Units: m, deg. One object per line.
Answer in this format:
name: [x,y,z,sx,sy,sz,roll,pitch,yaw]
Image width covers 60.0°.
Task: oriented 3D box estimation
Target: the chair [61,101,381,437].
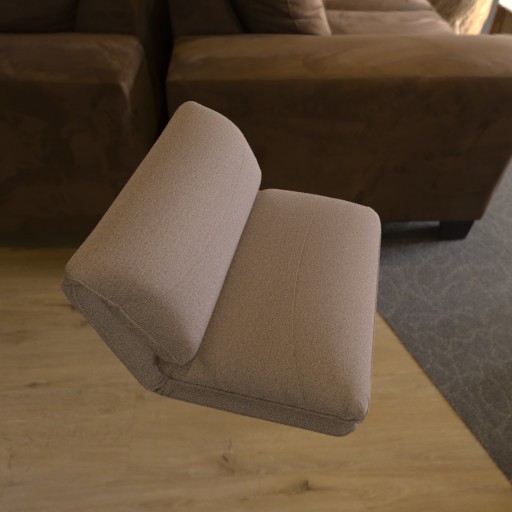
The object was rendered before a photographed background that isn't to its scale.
chair: [0.000,0.000,1.367,0.780,0.580,0.820,10,48,9]
